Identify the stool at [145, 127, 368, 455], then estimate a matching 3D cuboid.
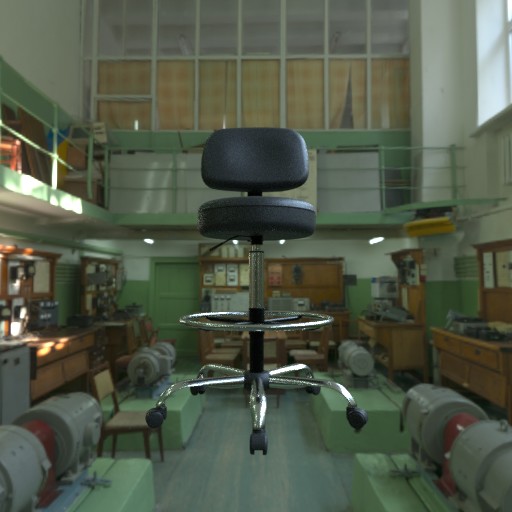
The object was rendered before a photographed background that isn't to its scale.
[{"bbox_3d":[0.000,0.000,1.487,0.694,1.069,0.658,0,-3,-1],"label":"stool"}]
